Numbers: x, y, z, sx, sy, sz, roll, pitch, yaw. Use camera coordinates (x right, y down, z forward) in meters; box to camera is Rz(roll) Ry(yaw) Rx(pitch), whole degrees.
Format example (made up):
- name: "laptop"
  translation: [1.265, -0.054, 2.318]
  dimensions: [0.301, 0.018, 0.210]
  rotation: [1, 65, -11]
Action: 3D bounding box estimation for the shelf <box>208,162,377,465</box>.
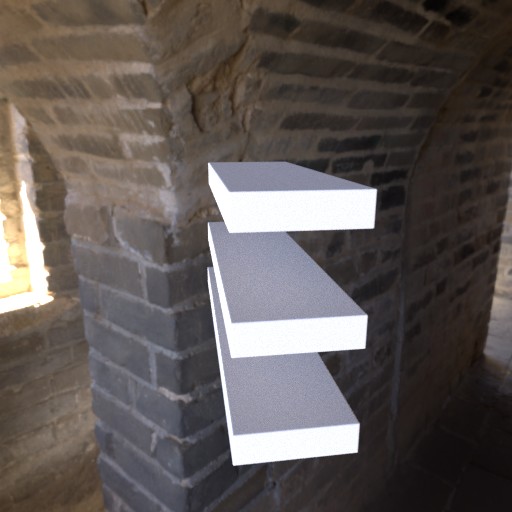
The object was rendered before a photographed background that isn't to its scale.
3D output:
- name: "shelf"
  translation: [0.000, 0.000, 0.734]
  dimensions: [0.140, 0.293, 0.610]
  rotation: [-2, 16, -8]
